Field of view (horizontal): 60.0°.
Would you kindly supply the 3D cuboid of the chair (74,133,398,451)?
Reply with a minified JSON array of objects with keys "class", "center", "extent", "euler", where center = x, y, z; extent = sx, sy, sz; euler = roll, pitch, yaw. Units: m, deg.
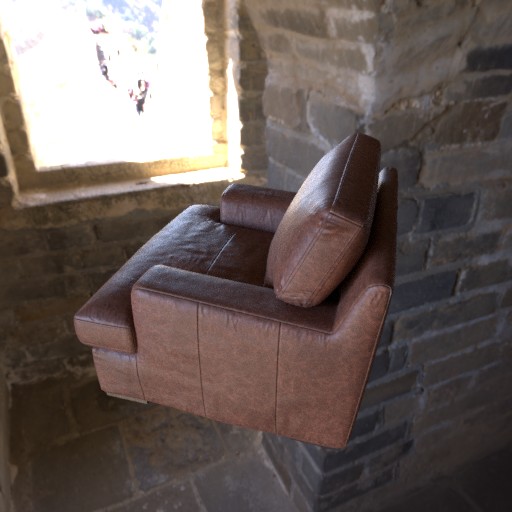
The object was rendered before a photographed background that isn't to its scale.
[{"class":"chair","center":[0.000,0.000,1.977],"extent":[1.143,0.939,1.168],"euler":[8,30,14]}]
